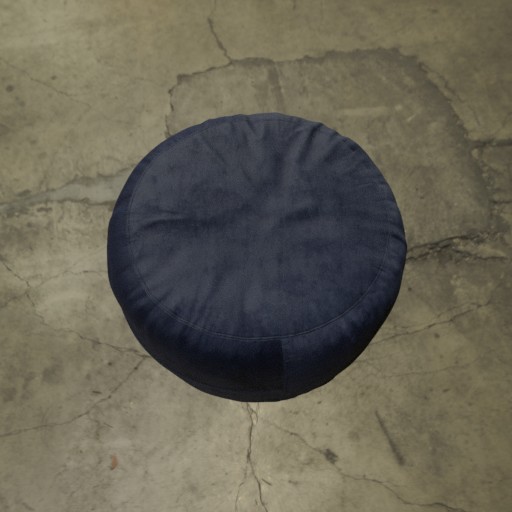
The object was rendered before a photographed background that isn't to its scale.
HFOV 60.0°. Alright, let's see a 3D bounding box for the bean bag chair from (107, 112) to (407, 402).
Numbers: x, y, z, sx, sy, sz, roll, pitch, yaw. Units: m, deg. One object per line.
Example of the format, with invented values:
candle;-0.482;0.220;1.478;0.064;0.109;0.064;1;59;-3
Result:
bean bag chair;0.000;0.000;1.980;1.219;0.762;1.219;0;64;0
